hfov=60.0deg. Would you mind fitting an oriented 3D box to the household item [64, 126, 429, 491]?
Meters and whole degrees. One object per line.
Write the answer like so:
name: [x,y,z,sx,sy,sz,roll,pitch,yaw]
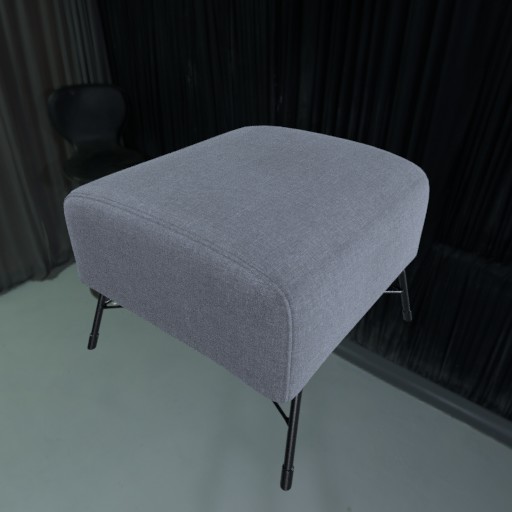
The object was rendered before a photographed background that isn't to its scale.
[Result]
household item: [0.000,0.000,0.899,0.530,0.410,0.530,22,38,31]
